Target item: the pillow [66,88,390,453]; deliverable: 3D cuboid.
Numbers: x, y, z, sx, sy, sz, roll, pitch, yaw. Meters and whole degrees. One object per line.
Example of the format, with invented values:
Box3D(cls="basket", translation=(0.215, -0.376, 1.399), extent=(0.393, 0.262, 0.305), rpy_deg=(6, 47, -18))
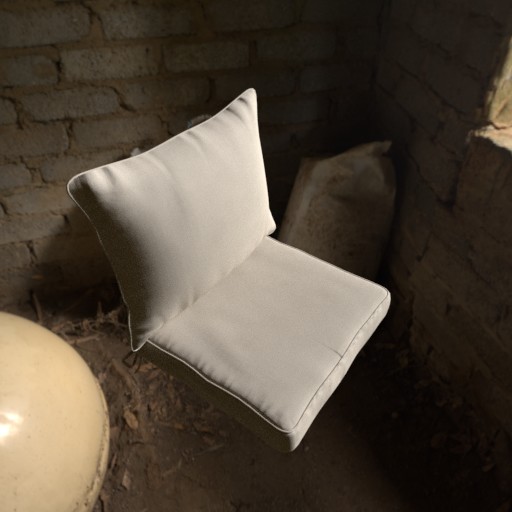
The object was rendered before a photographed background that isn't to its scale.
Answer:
Box3D(cls="pillow", translation=(0.000, 0.000, 1.388), extent=(0.733, 0.716, 0.798), rpy_deg=(25, 47, 26))
